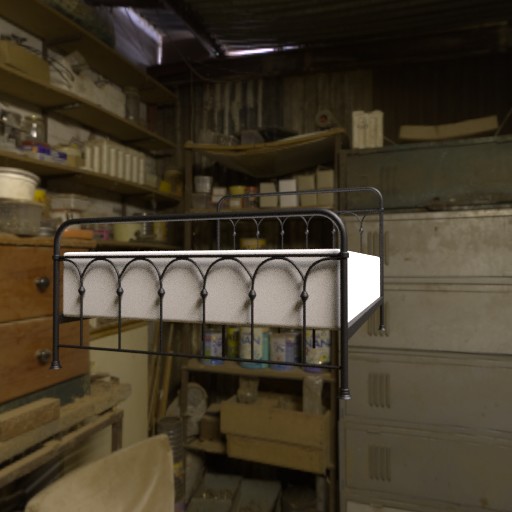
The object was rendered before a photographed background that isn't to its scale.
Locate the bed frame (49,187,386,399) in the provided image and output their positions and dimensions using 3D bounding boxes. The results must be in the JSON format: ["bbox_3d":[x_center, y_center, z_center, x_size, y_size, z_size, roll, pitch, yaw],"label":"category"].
[{"bbox_3d":[0.000,0.000,3.208,1.664,1.276,2.203,0,-1,20],"label":"bed frame"}]
